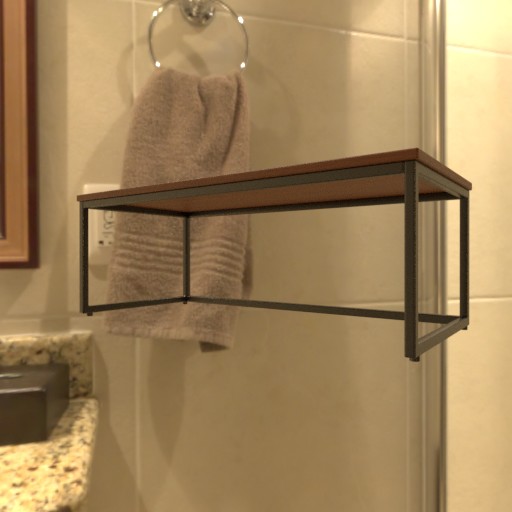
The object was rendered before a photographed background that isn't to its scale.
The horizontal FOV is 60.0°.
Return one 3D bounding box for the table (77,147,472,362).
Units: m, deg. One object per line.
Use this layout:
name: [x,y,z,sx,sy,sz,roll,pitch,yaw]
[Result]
table: [0.000,0.000,1.336,1.100,0.400,0.500,0,0,36]
